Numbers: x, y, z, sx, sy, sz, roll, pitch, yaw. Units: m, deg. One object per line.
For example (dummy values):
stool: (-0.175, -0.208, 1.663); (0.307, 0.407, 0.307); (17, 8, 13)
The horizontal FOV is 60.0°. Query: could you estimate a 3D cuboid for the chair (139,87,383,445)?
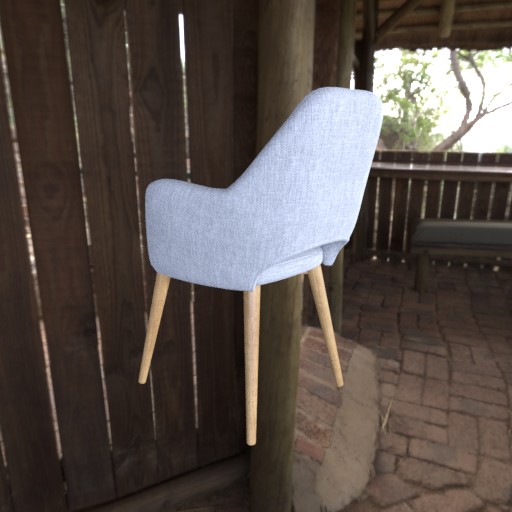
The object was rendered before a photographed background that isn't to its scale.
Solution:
chair: (0.000, 0.000, 1.234); (0.590, 0.840, 0.610); (-15, 22, -42)
